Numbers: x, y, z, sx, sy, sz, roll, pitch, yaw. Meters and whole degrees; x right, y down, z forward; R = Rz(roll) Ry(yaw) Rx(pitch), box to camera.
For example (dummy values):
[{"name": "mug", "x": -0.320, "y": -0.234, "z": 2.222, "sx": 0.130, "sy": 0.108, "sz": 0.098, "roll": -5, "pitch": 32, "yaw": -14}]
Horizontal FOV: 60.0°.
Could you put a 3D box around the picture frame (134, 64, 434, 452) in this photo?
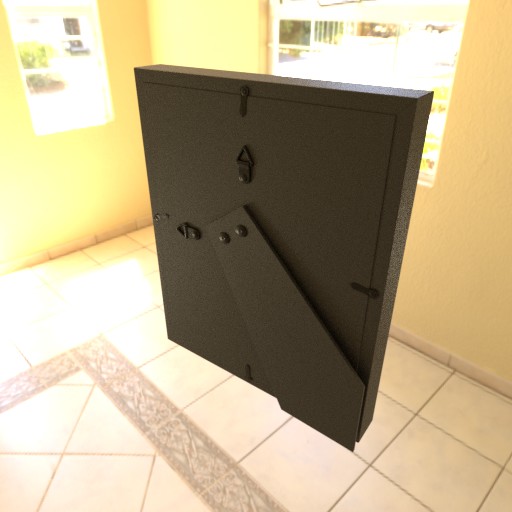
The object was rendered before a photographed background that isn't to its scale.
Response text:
[{"name": "picture frame", "x": 0.000, "y": 0.000, "z": 0.378, "sx": 0.232, "sy": 0.284, "sz": 0.042, "roll": 20, "pitch": 35, "yaw": 31}]
